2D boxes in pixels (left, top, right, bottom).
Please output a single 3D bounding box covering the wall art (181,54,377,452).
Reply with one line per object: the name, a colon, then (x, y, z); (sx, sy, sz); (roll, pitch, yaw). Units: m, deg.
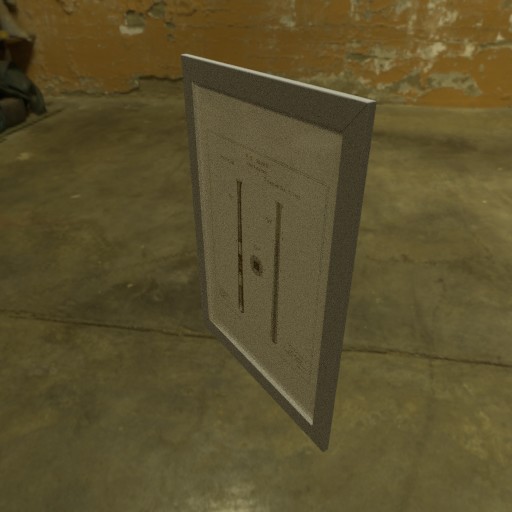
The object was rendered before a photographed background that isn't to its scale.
wall art: (0.000, 0.000, 0.681); (0.012, 0.529, 0.374); (-21, 38, -30)
